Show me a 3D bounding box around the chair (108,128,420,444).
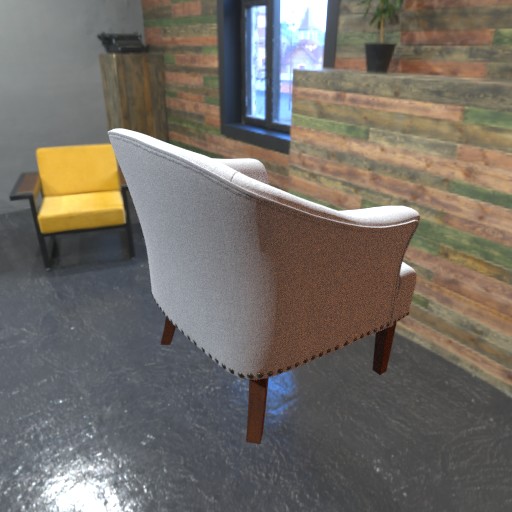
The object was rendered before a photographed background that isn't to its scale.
[{"bbox_3d":[0.000,0.000,1.396,0.704,0.815,0.798,-17,30,-32],"label":"chair"}]
